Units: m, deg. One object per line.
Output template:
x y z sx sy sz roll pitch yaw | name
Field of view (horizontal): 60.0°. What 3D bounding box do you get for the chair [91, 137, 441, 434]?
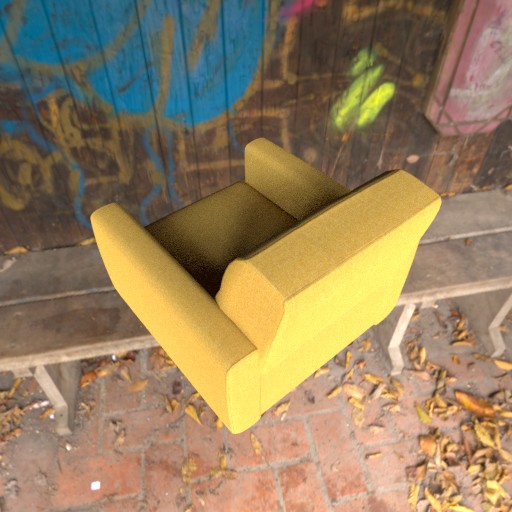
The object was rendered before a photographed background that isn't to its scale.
0.000 0.000 1.595 0.831 0.841 0.909 -31 53 -26 | chair
